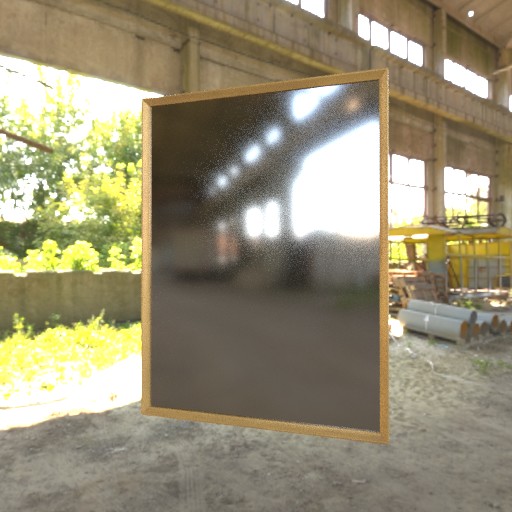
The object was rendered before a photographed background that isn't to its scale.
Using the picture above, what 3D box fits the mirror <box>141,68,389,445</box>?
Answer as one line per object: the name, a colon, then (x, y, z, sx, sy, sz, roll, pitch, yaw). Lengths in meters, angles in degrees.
mirror: (0.000, 0.000, 1.328, 0.762, 1.016, 0.041, 0, 0, 18)
